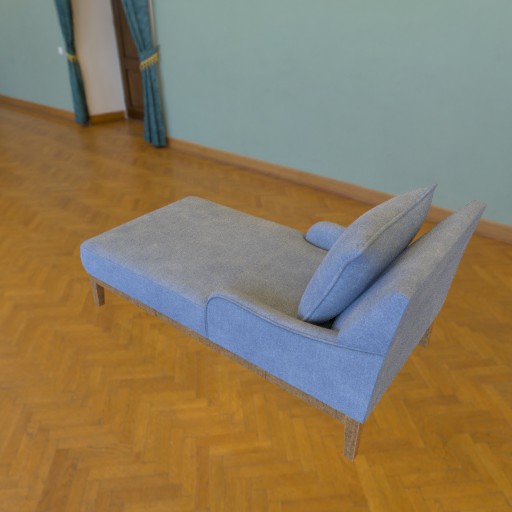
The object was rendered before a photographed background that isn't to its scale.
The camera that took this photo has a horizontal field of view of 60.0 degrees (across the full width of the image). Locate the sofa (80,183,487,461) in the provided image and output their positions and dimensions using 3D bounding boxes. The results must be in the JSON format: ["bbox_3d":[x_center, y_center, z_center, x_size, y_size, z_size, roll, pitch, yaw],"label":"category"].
[{"bbox_3d":[0.000,0.000,2.216,1.779,0.883,0.904,21,36,32],"label":"sofa"}]
